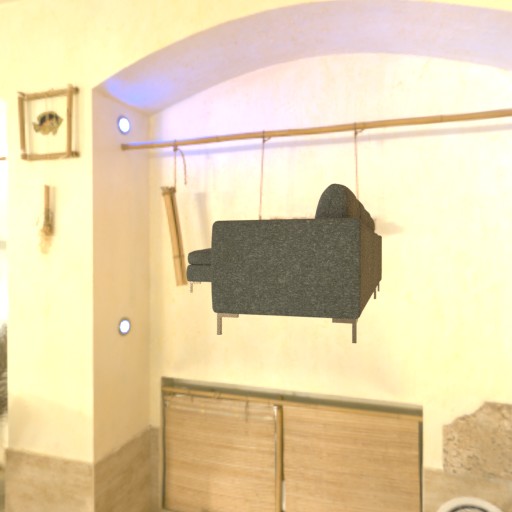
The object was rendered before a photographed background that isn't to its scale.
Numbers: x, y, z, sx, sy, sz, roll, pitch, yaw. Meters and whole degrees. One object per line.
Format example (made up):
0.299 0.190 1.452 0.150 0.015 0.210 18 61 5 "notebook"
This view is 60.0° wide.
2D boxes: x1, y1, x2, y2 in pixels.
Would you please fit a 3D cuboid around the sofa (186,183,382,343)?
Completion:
0.000 0.000 3.839 2.007 0.815 2.949 0 1 18 "sofa"
